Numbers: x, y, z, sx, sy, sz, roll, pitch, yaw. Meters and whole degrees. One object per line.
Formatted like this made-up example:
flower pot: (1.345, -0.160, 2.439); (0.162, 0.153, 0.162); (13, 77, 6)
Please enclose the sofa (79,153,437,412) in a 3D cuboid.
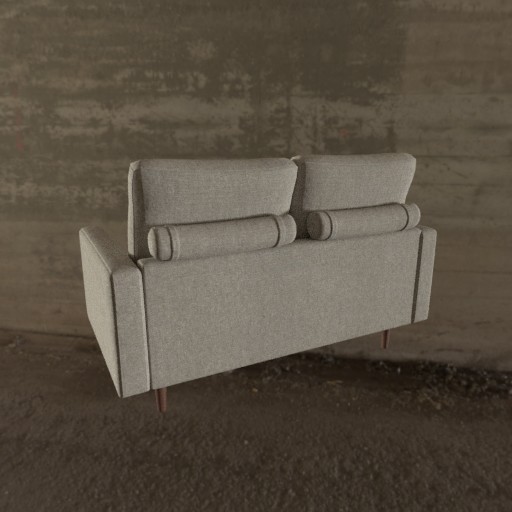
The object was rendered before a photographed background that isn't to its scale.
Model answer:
sofa: (0.000, 0.000, 2.001); (1.407, 0.907, 0.842); (-8, 17, -26)
